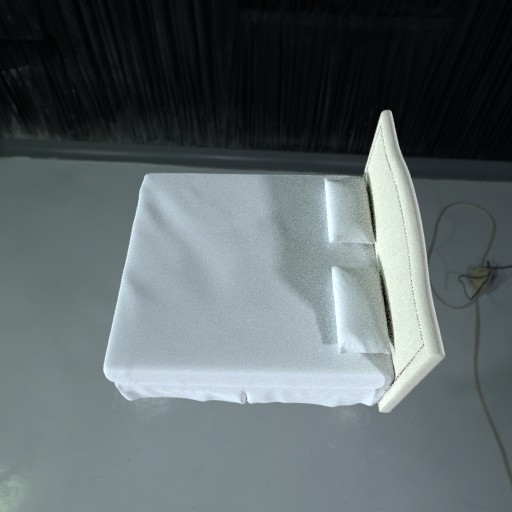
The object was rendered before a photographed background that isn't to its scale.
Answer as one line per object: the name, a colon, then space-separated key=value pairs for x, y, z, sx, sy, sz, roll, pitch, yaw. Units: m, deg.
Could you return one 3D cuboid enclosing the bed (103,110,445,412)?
bed: x=0.000 y=0.000 z=3.549 sx=2.182 sy=1.421 sz=2.083 roll=1 pitch=57 yaw=1
